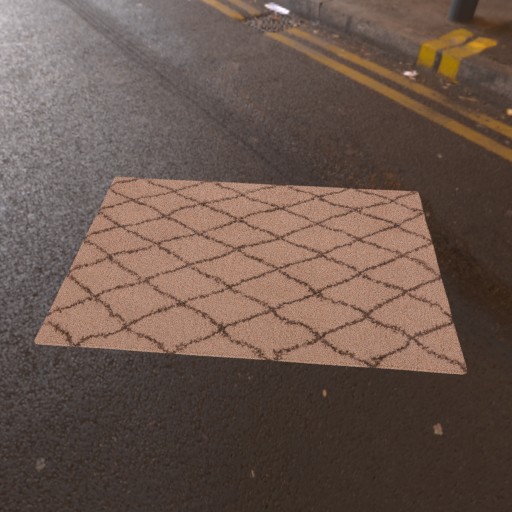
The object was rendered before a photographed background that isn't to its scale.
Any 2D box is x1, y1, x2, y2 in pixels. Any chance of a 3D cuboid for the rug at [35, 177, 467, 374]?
[{"bbox_3d":[0.000,0.000,3.395,2.743,0.030,1.778,3,47,3],"label":"rug"}]
